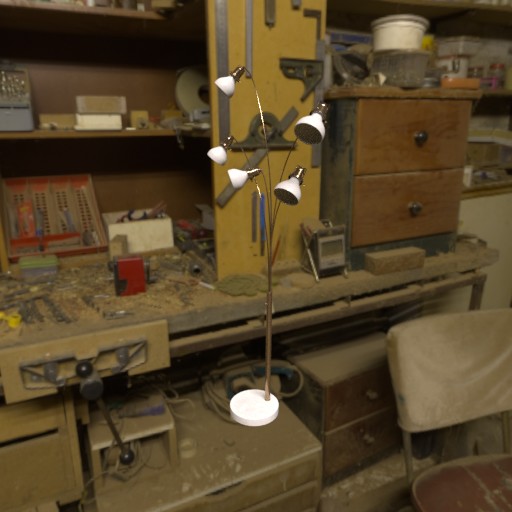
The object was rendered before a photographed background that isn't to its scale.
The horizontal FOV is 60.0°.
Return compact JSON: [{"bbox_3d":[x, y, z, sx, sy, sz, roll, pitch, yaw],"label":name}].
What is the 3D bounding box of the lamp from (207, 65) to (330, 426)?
[{"bbox_3d":[0.000,0.000,2.915,0.361,2.423,1.405,-8,19,-23],"label":"lamp"}]
